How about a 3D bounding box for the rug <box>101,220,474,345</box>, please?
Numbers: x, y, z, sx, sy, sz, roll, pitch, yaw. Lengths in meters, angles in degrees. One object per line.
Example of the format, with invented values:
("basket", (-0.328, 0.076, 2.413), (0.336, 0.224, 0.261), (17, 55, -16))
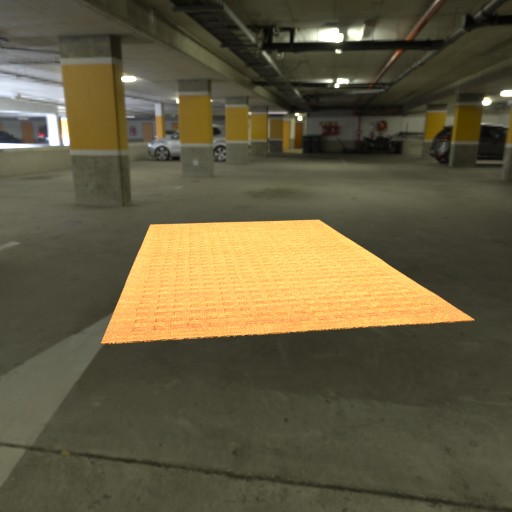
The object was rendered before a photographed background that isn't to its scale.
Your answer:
("rug", (0.000, 0.000, 2.154), (1.143, 0.006, 1.747), (-2, 15, -8))
